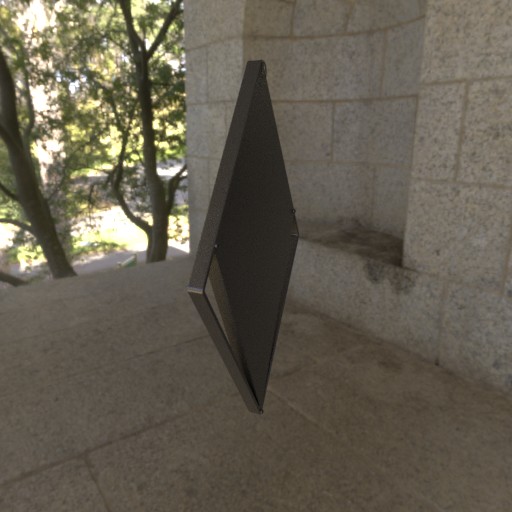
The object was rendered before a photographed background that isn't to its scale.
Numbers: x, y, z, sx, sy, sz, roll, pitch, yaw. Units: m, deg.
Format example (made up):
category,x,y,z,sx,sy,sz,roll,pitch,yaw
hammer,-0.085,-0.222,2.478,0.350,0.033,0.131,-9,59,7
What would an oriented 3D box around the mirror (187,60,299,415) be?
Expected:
category,x,y,z,sx,sy,sz,roll,pitch,yaw
mirror,0.000,0.000,0.832,0.032,0.679,0.419,7,17,24
